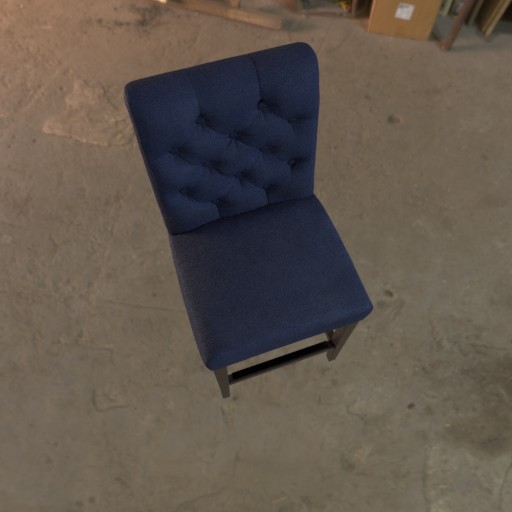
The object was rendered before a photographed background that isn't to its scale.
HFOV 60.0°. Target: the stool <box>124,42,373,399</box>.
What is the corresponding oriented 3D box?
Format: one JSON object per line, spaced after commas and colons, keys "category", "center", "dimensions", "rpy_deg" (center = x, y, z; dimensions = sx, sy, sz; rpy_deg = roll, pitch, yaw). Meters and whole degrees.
{"category": "stool", "center": [0.000, 0.000, 1.362], "dimensions": [0.493, 1.010, 0.601], "rpy_deg": [-17, 64, -8]}
